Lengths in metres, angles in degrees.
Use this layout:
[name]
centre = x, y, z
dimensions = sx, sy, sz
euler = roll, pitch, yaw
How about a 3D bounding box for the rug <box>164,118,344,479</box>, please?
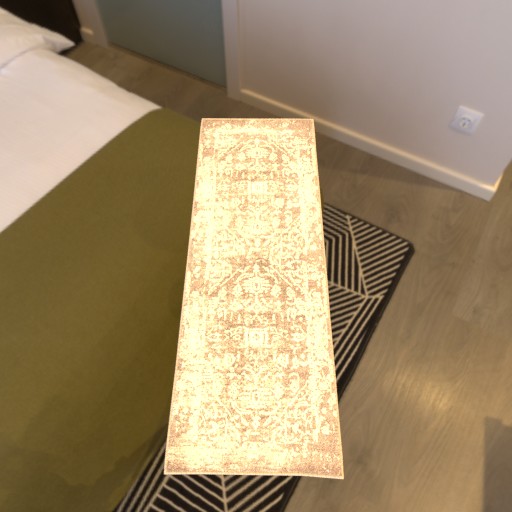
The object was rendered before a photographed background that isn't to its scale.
[rug]
centre = 0.000, 0.000, 2.724
dimensions = 0.855, 0.017, 2.452
euler = 0, 58, 0
